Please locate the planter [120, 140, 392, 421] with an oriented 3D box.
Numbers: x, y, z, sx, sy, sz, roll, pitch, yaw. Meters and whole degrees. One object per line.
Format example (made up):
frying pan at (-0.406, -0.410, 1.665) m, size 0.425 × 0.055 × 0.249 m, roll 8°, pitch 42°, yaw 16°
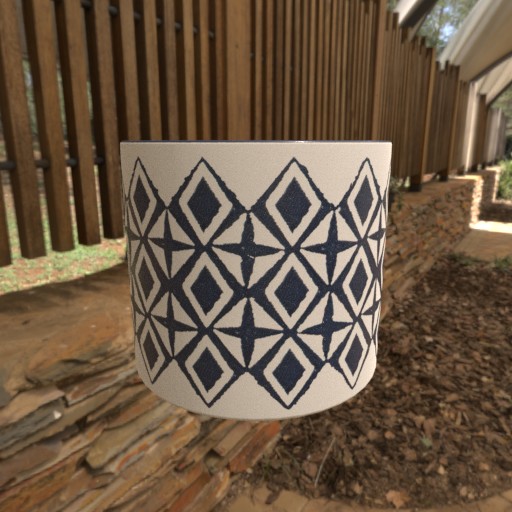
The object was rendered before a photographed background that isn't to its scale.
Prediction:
planter at (0.000, 0.000, 0.404) m, size 0.224 × 0.203 × 0.224 m, roll 0°, pitch 14°, yaw 0°
